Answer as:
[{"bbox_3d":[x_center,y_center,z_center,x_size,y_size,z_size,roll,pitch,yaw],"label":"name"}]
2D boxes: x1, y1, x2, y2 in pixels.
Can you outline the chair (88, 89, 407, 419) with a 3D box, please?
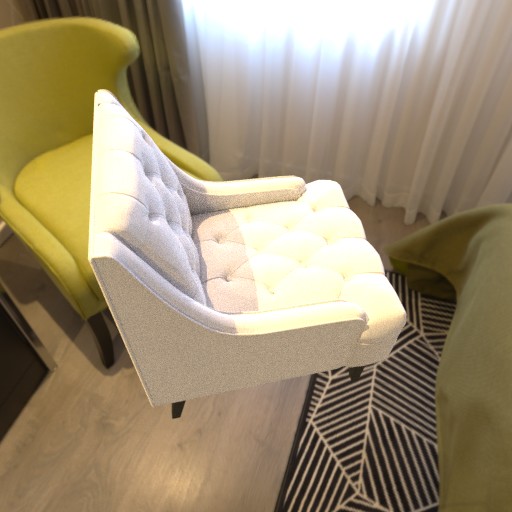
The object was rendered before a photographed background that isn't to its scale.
[{"bbox_3d":[0.000,0.000,1.391,0.772,0.891,0.658,-9,49,-8],"label":"chair"}]
